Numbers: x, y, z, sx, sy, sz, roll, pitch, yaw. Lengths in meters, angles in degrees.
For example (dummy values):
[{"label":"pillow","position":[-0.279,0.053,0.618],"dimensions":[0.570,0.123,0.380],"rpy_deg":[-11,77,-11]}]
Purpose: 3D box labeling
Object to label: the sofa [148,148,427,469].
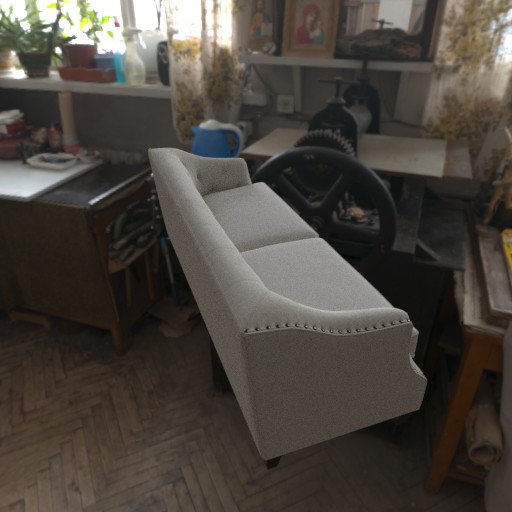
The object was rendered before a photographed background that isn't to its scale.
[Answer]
[{"label":"sofa","position":[0.000,0.000,2.745],"dimensions":[0.914,0.901,2.235],"rpy_deg":[-11,32,-17]}]
